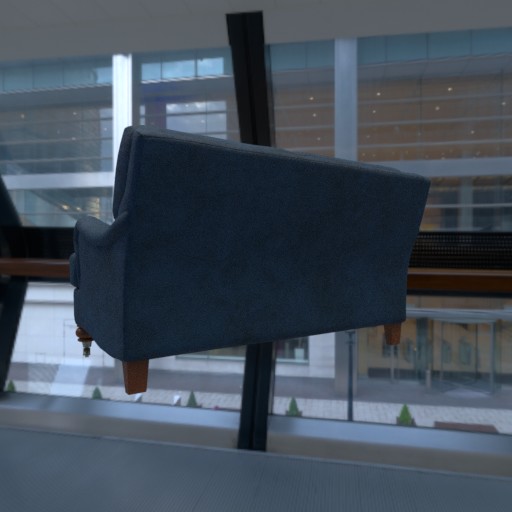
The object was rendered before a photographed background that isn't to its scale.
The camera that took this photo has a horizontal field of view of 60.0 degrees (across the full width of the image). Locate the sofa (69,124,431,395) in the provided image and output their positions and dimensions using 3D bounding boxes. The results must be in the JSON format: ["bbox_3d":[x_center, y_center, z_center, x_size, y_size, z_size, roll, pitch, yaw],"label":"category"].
[{"bbox_3d":[0.000,0.000,2.528,1.853,1.101,1.084,0,1,-35],"label":"sofa"}]
